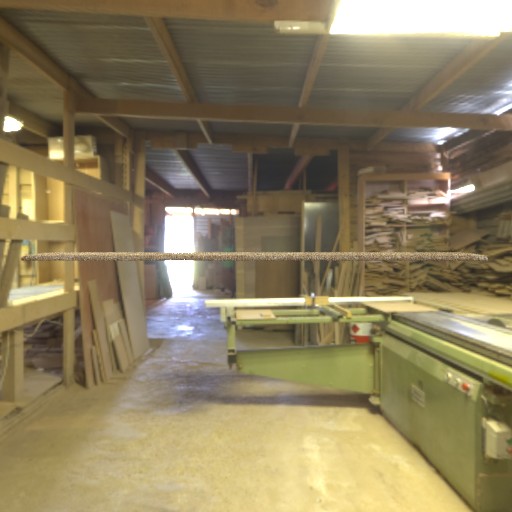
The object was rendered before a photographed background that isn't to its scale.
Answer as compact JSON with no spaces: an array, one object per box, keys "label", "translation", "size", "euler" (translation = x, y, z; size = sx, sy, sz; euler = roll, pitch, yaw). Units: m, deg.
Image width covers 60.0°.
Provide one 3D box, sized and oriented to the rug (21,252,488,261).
[{"label":"rug","translation":[0.000,0.000,3.733],"size":[2.873,0.050,2.242],"euler":[0,0,1]}]
